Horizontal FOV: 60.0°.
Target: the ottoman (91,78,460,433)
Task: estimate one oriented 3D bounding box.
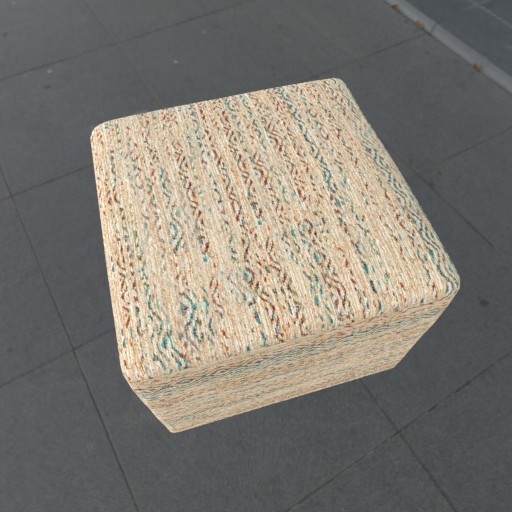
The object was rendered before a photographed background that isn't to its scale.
[{"bbox_3d":[0.000,0.000,0.906,0.521,0.453,0.512,-14,60,-8],"label":"ottoman"}]
